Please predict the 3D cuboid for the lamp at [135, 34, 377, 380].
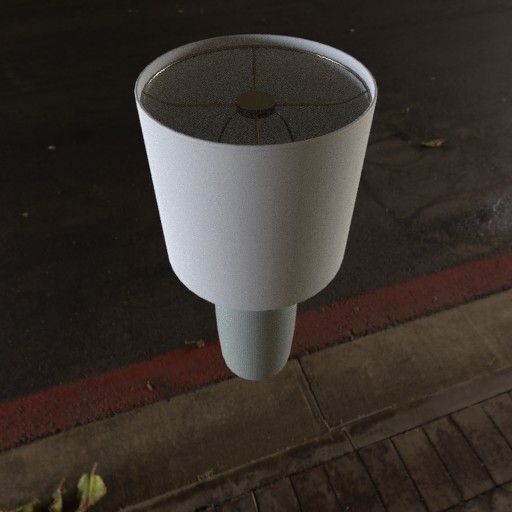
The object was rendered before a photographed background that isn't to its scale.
[{"bbox_3d":[0.000,0.000,0.582,0.220,0.475,0.220,9,47,9],"label":"lamp"}]
